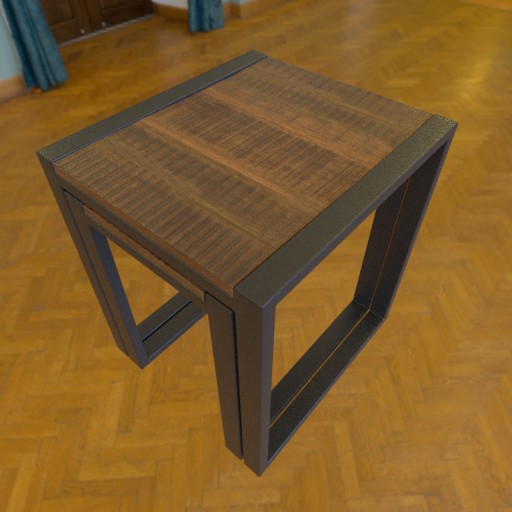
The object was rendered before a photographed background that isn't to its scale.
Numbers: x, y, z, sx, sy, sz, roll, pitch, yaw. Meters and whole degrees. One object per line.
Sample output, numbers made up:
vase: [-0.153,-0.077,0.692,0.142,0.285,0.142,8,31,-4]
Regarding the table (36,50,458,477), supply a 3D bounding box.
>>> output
table: [0.000,0.000,0.895,0.449,0.550,0.500,32,54,27]
